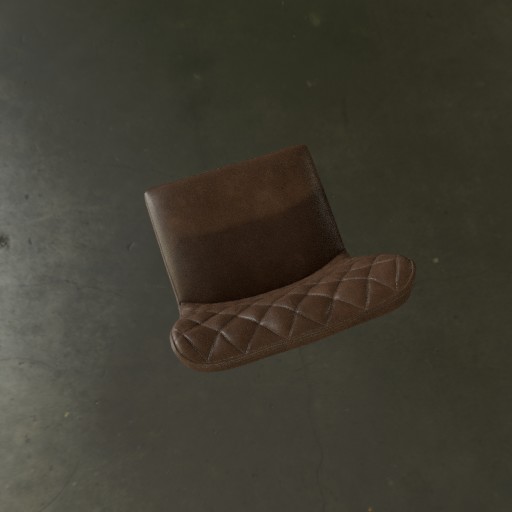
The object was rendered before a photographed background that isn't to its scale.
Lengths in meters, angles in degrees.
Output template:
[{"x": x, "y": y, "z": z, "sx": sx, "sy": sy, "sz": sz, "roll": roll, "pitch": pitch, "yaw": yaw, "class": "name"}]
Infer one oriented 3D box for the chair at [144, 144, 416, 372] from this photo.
[{"x": 0.000, "y": 0.000, "z": 1.238, "sx": 0.508, "sy": 0.889, "sz": 0.587, "roll": -18, "pitch": 74, "yaw": -5, "class": "chair"}]
